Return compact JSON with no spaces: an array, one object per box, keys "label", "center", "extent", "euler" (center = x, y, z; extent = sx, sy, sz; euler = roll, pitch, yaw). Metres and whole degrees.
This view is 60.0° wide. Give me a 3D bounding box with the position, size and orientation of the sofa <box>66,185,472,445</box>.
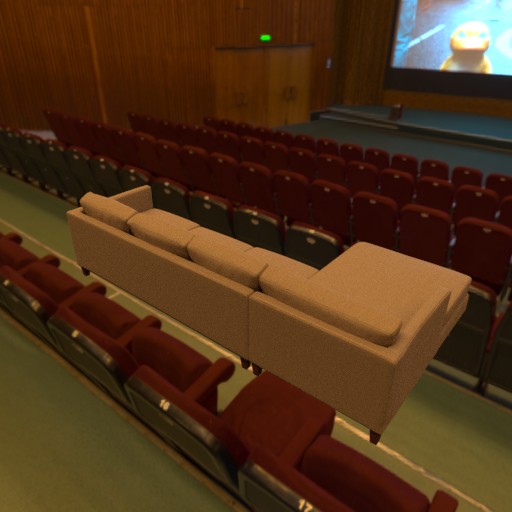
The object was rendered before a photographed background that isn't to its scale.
[{"label":"sofa","center":[0.000,0.000,3.858],"extent":[3.186,0.846,1.625],"euler":[22,36,33]}]
